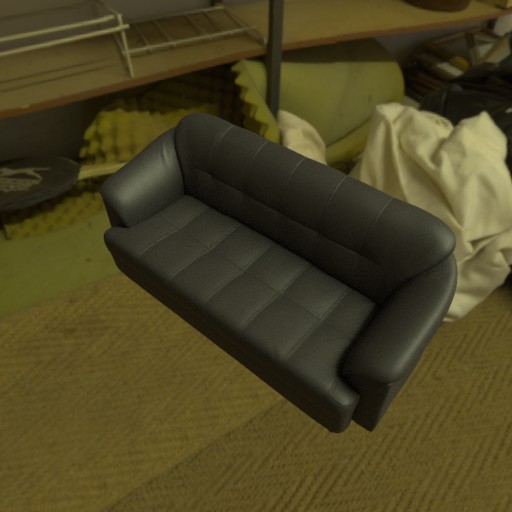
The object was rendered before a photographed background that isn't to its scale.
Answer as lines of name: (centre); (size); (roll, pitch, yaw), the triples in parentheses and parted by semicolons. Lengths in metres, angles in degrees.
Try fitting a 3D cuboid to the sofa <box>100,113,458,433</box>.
sofa: (0.000, 0.000, 2.261); (1.829, 0.811, 0.800); (31, 53, 27)
